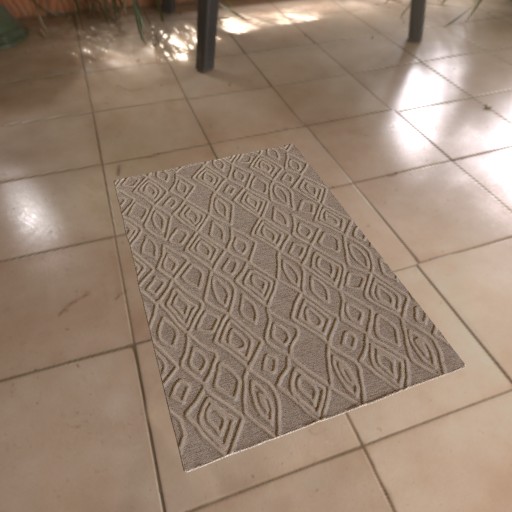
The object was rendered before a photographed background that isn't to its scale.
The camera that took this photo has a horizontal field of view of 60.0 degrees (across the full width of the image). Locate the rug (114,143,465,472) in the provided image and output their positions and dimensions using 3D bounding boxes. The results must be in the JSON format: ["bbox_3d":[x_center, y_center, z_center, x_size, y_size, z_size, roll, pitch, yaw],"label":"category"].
[{"bbox_3d":[0.000,0.000,2.314,1.224,0.016,1.832,-15,48,-14],"label":"rug"}]
